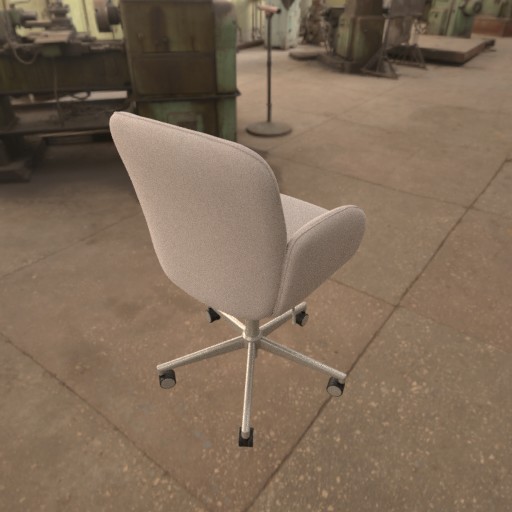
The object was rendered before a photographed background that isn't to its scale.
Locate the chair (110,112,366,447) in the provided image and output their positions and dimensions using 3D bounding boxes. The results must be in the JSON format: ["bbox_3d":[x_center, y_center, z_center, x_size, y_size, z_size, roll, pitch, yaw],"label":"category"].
[{"bbox_3d":[0.000,0.000,1.372,0.648,0.959,0.633,24,41,32],"label":"chair"}]
